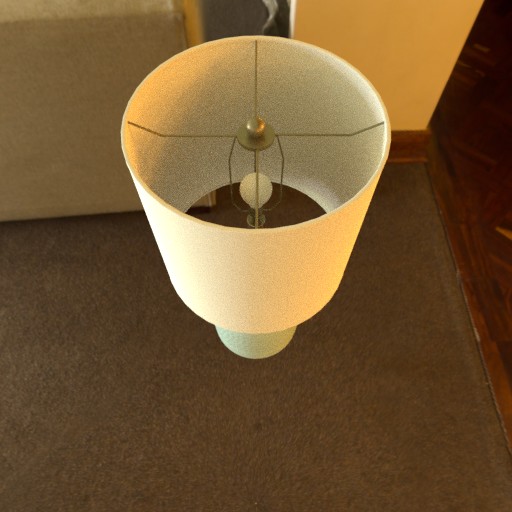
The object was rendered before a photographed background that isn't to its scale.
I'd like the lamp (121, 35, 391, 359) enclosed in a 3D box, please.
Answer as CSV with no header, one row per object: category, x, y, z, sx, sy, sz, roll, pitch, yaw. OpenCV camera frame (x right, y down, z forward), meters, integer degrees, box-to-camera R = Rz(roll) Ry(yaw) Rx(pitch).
lamp,0.000,0.000,1.071,0.418,0.871,0.418,35,66,18
